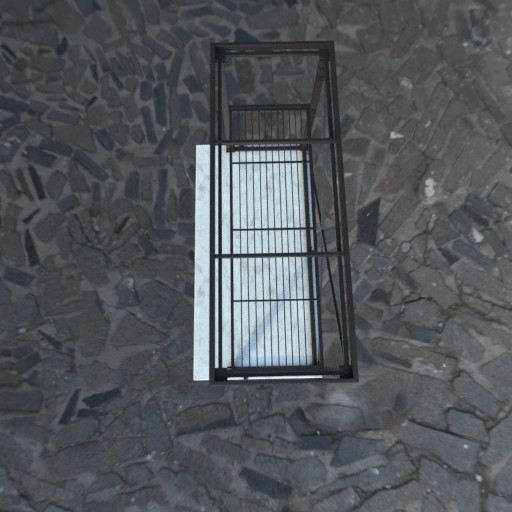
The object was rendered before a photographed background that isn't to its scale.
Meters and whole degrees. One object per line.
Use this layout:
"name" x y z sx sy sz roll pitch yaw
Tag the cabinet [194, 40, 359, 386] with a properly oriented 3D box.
"cabinet" 0.000 0.000 2.266 0.610 1.659 1.210 -1 76 0
